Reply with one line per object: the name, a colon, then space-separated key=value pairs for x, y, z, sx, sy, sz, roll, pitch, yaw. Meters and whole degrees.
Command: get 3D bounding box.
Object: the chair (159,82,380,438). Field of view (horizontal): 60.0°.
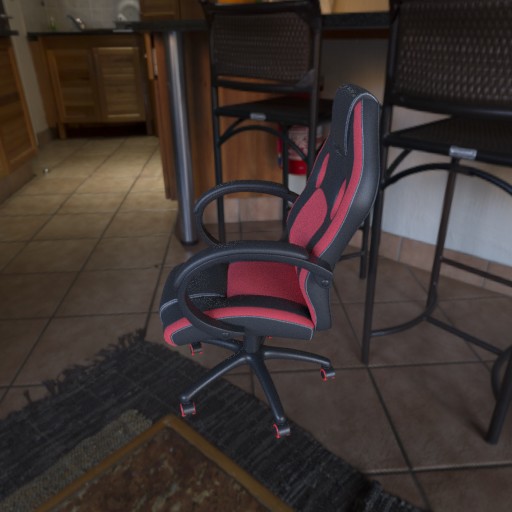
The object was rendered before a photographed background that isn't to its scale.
chair: x=0.000 y=0.000 z=1.649 sx=0.724 sy=1.187 sz=0.673 roll=-1 pitch=27 yaw=-1
